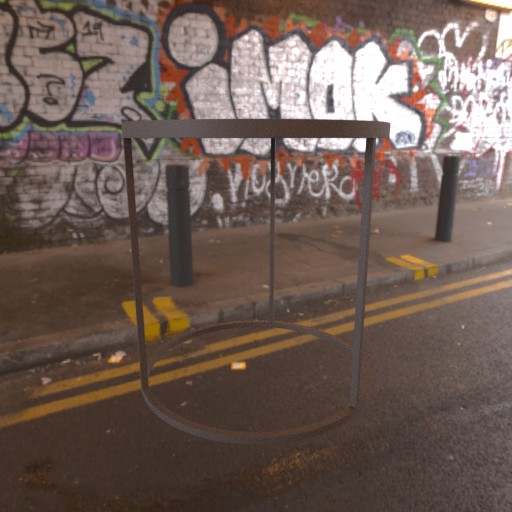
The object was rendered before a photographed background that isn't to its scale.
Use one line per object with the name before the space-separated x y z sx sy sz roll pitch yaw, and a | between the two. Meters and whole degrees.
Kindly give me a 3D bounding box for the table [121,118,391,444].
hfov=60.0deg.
table | 0.000 0.000 0.870 0.470 0.498 0.470 0 15 0
